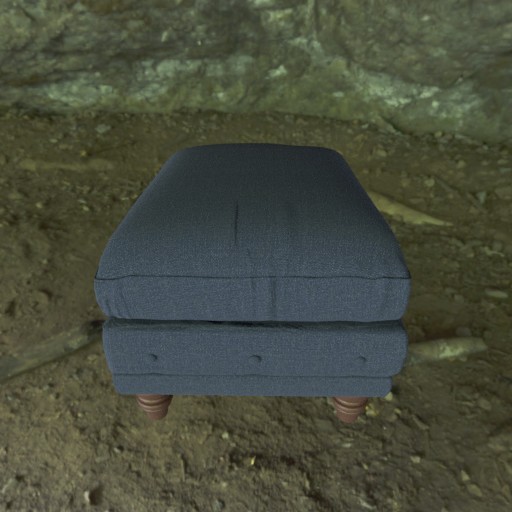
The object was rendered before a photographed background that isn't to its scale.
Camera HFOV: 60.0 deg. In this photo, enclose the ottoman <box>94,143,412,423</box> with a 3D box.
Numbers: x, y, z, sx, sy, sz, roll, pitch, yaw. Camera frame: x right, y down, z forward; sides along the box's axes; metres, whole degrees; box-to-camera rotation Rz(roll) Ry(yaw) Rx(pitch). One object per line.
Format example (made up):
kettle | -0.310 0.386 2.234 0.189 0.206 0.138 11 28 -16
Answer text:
ottoman | 0.000 0.000 1.127 0.558 0.486 0.767 0 27 1
